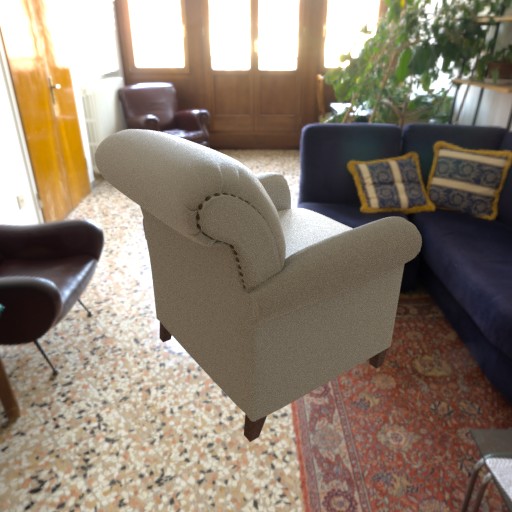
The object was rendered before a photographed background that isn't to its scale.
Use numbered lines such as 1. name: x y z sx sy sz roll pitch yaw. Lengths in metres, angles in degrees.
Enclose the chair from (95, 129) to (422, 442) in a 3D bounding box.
1. chair: 0.000 0.000 1.635 0.890 0.927 0.854 -18 32 -32
